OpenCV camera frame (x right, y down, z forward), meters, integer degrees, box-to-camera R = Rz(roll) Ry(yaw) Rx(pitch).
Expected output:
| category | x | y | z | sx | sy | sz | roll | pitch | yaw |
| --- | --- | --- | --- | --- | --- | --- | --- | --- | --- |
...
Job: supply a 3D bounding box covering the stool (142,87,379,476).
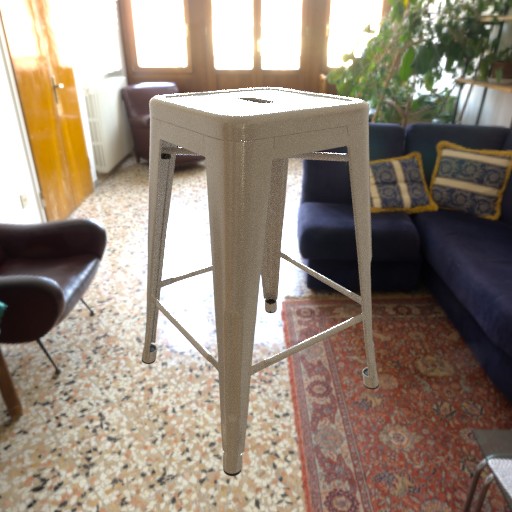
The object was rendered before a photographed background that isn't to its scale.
| category | x | y | z | sx | sy | sz | roll | pitch | yaw |
| --- | --- | --- | --- | --- | --- | --- | --- | --- | --- |
| stool | 0.000 | 0.000 | 0.902 | 0.406 | 0.610 | 0.406 | -18 | 32 | -31 |
